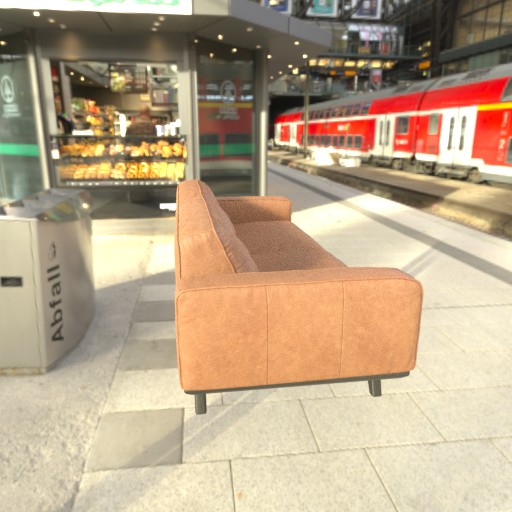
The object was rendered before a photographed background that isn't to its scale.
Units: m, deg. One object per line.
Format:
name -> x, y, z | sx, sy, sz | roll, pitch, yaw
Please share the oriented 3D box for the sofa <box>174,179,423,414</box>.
sofa -> 0.000, 0.000, 2.721 | 0.953, 0.780, 2.270 | -3, 16, -9
